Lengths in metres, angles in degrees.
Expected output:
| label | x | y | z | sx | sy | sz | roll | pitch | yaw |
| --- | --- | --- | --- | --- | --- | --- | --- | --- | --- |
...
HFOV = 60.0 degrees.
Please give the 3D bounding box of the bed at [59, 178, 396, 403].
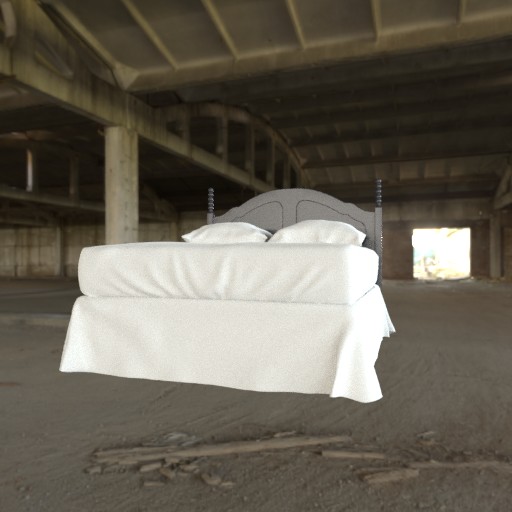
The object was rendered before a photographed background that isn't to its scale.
| label | x | y | z | sx | sy | sz | roll | pitch | yaw |
| --- | --- | --- | --- | --- | --- | --- | --- | --- | --- |
| bed | 0.000 | 0.000 | 3.182 | 1.873 | 1.356 | 2.040 | 0 | 0 | 19 |
